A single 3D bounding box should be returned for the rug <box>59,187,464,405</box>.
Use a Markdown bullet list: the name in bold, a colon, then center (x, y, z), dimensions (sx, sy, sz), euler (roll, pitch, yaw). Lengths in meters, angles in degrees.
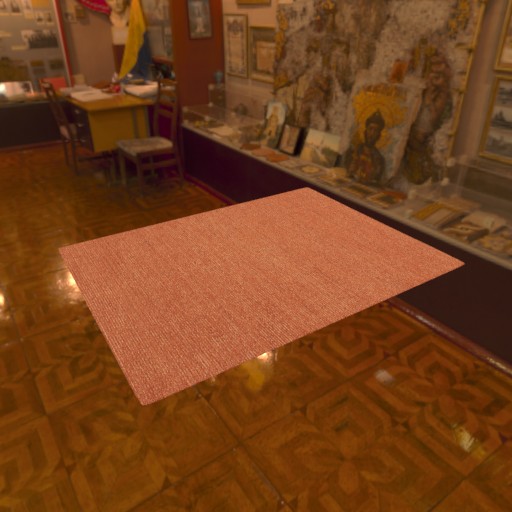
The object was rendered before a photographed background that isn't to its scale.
- **rug**: center (0.000, 0.000, 2.861), dimensions (2.112, 0.009, 1.594), euler (-18, 34, -28)
